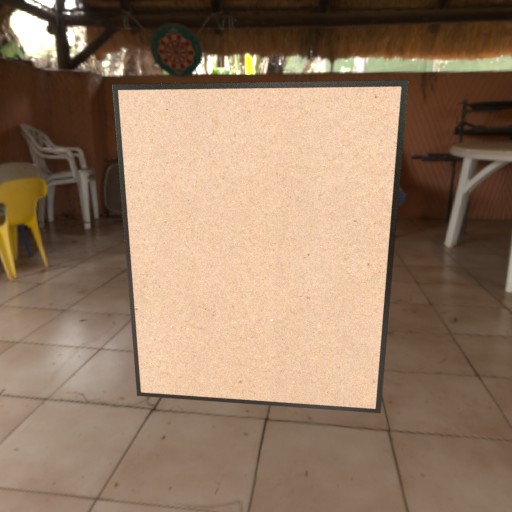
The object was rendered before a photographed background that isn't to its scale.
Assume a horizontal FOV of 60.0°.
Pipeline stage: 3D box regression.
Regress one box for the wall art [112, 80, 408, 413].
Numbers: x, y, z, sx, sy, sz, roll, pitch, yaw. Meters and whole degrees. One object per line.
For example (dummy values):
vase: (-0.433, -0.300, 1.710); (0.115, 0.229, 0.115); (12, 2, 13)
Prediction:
wall art: (0.000, 0.000, 0.756); (0.448, 0.551, 0.038); (2, 15, 7)
